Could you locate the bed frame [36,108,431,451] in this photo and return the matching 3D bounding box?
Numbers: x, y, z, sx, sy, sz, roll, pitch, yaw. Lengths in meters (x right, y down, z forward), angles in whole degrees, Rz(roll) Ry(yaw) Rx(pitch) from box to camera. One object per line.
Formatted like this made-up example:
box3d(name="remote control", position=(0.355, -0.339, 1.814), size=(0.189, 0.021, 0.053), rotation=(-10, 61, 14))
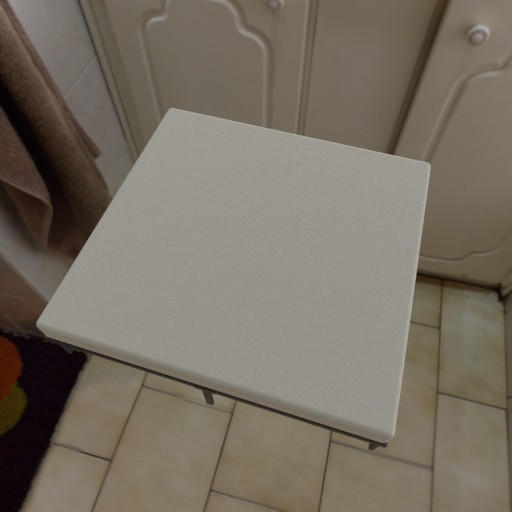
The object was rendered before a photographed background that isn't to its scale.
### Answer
box3d(name="bed frame", position=(0.000, 0.000, 3.925), size=(2.635, 0.680, 2.526), rotation=(15, 59, 9))
